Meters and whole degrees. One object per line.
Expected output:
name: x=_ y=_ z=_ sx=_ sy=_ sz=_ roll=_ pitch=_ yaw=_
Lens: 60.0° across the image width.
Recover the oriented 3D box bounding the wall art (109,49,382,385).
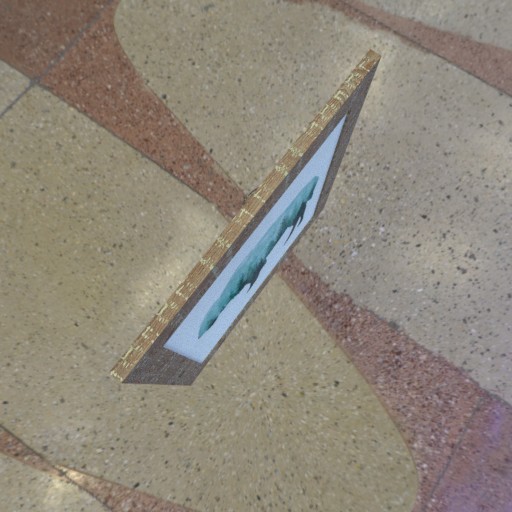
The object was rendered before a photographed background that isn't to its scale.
wall art: x=0.000 y=0.000 z=0.570 sx=0.022 sy=0.380 sz=0.380 roll=35 pitch=77 yaw=10
